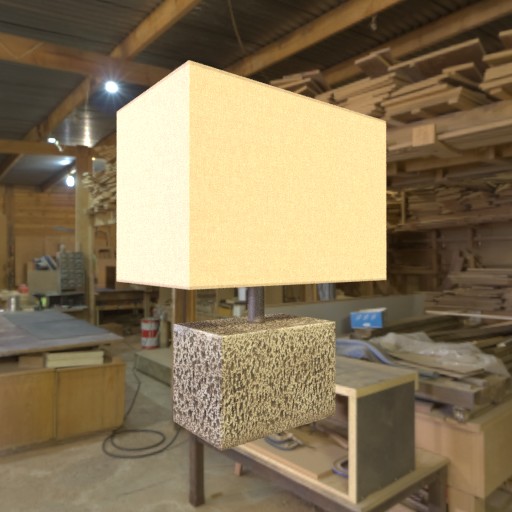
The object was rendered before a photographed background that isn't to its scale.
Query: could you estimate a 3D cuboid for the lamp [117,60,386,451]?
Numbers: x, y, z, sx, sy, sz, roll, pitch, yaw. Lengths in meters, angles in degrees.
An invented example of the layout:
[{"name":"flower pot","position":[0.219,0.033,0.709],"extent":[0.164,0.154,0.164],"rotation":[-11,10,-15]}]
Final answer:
[{"name":"lamp","position":[0.000,0.000,0.563],"extent":[0.294,0.411,0.180],"rotation":[0,0,-38]}]
